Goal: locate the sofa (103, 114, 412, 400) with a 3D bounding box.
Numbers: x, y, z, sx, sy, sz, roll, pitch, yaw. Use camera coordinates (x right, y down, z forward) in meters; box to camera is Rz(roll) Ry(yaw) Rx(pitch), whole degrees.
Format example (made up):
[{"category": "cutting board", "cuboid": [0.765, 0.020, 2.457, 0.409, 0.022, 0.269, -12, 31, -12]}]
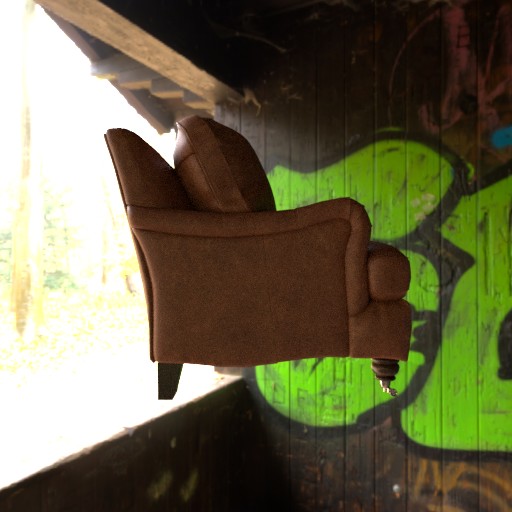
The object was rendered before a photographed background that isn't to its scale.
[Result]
[{"category": "sofa", "cuboid": [0.000, 0.000, 2.215, 1.077, 1.004, 1.527, 0, -1, -1]}]
